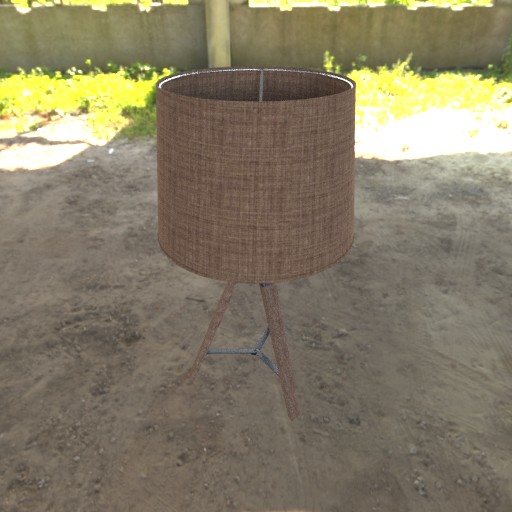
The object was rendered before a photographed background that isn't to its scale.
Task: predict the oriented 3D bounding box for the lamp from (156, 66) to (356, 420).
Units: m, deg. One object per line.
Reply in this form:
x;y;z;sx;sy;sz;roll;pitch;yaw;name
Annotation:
0.000;0.000;0.689;0.290;0.514;0.290;0;31;0;lamp
